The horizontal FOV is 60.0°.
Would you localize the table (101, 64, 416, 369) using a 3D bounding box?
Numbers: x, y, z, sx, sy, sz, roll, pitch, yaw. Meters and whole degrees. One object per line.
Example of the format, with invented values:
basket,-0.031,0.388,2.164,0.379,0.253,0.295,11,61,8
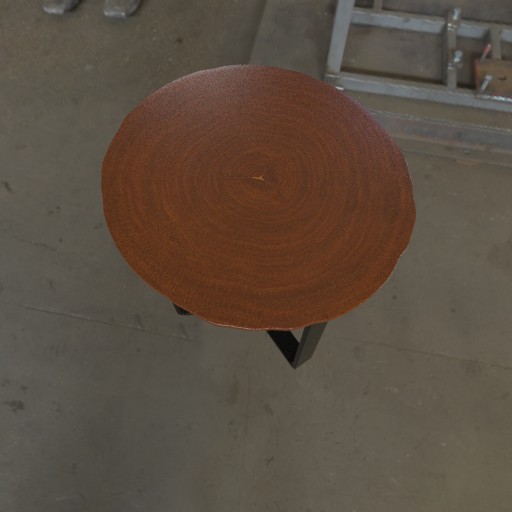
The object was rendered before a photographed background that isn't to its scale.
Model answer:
table,0.000,0.000,0.759,0.380,0.450,0.410,-31,68,-15
